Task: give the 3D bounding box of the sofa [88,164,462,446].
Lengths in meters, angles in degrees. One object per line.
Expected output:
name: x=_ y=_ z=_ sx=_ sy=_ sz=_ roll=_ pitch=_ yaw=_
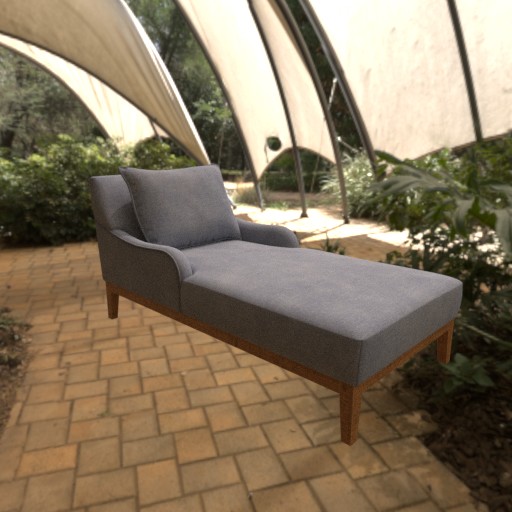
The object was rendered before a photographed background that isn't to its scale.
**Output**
sofa: x=0.000 y=0.000 z=2.277 sx=1.779 sy=0.883 sz=0.904 roll=13 pitch=19 yaw=42
